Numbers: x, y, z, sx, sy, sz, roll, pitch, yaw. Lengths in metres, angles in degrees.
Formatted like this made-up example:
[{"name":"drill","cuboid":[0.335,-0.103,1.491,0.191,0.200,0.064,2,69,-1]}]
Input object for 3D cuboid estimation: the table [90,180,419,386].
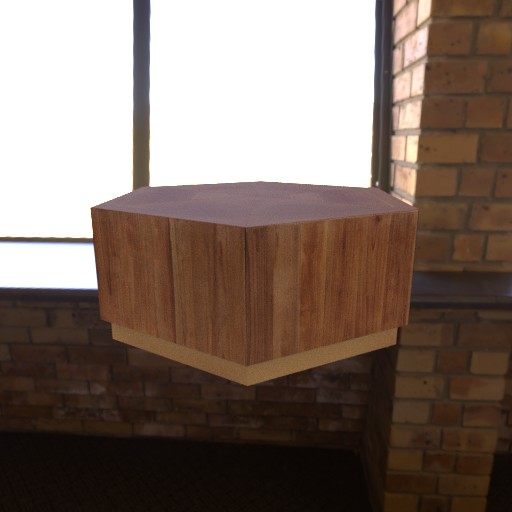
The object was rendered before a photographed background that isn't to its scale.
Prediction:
[{"name":"table","cuboid":[0.000,0.000,1.680,1.154,0.456,1.000,-8,17,-27]}]
